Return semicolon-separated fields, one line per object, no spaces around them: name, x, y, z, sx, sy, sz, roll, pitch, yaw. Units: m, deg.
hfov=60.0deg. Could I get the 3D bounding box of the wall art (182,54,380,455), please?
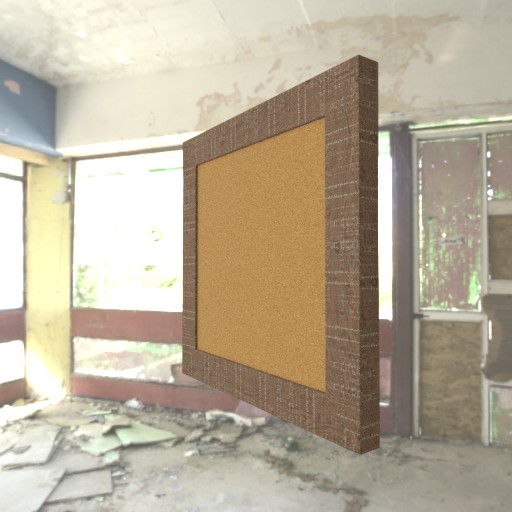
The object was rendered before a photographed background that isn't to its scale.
wall art;0.000;0.000;0.815;0.040;0.531;0.531;1;-1;-35
